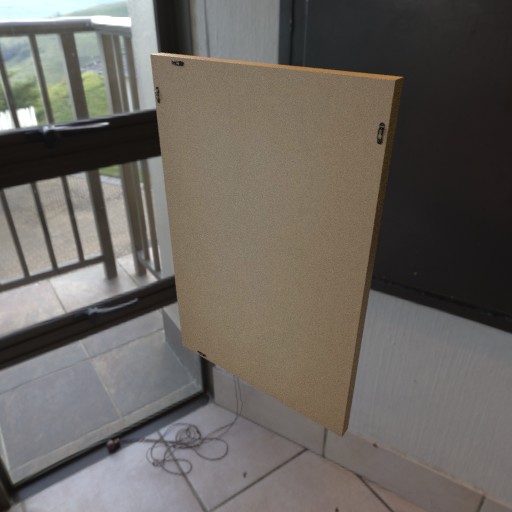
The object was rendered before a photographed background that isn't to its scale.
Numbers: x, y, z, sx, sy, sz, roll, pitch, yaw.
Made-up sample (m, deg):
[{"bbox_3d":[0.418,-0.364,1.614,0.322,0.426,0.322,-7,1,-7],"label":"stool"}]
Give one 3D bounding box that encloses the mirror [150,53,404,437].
[{"bbox_3d":[0.000,0.000,1.141,0.609,0.915,0.040,21,37,31],"label":"mirror"}]
